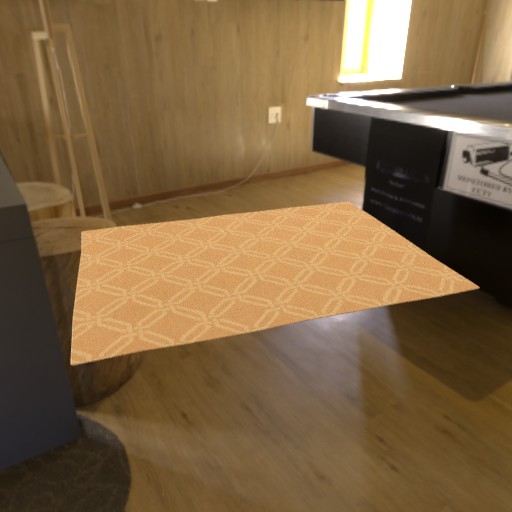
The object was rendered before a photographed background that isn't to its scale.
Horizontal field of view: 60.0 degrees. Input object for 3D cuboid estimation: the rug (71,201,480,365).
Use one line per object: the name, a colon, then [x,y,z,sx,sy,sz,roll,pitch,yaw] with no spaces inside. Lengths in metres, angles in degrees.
rug: [0.000,0.000,2.797,2.135,0.013,1.524,-8,27,-16]
